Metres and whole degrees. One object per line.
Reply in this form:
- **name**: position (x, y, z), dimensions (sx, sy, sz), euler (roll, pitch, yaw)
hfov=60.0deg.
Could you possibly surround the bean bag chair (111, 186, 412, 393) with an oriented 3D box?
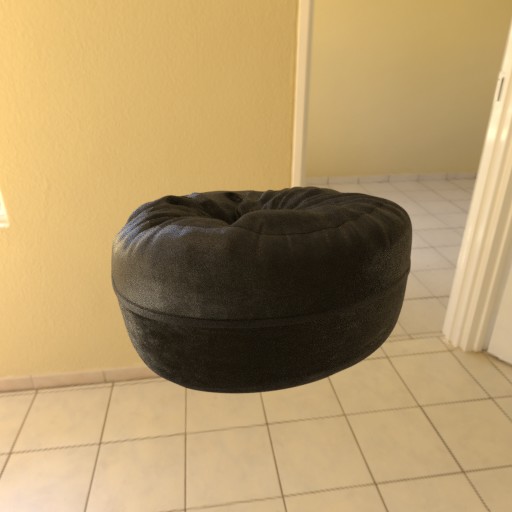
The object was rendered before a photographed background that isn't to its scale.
- **bean bag chair**: position (0.000, 0.000, 2.452), dimensions (1.524, 0.878, 1.524), euler (-8, 27, -16)
